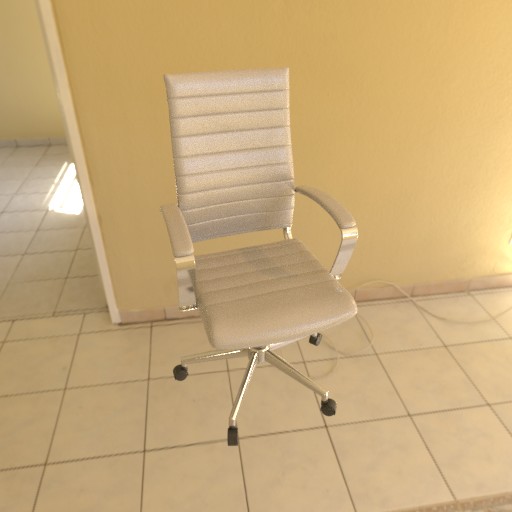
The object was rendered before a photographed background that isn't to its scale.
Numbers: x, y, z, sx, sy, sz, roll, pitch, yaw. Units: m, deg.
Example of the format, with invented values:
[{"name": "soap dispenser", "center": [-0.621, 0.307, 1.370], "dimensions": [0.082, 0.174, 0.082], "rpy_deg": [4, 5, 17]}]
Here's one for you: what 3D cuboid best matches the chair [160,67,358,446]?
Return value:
[{"name": "chair", "center": [0.000, 0.000, 1.584], "dimensions": [0.679, 1.149, 0.667], "rpy_deg": [-10, 34, -16]}]
